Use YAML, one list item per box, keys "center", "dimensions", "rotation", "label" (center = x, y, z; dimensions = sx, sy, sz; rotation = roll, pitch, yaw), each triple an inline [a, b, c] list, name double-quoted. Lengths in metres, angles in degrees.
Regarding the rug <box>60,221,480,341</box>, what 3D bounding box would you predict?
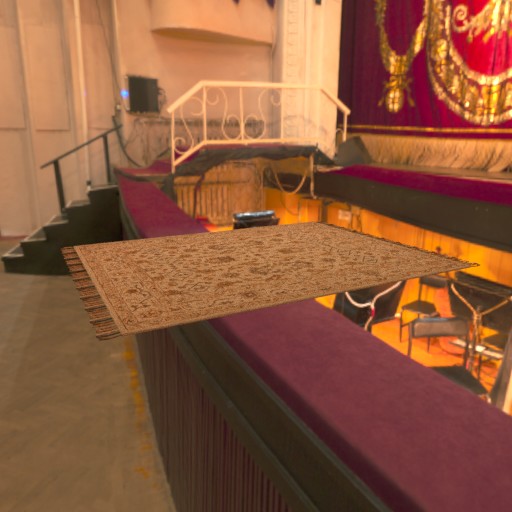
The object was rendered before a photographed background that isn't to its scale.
- center: [0.000, 0.000, 2.238]
  dimensions: [1.726, 0.009, 1.278]
  rotation: [-8, 17, -27]
  label: "rug"
